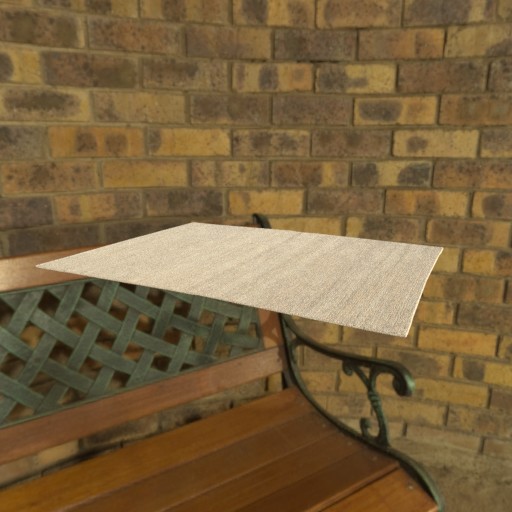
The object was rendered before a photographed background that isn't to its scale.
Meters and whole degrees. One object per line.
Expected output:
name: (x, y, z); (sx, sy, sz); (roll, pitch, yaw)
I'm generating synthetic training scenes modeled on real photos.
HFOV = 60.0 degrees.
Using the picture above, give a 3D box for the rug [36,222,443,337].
rug: (0.000, 0.000, 4.871); (3.626, 0.051, 2.757); (7, 16, 26)
